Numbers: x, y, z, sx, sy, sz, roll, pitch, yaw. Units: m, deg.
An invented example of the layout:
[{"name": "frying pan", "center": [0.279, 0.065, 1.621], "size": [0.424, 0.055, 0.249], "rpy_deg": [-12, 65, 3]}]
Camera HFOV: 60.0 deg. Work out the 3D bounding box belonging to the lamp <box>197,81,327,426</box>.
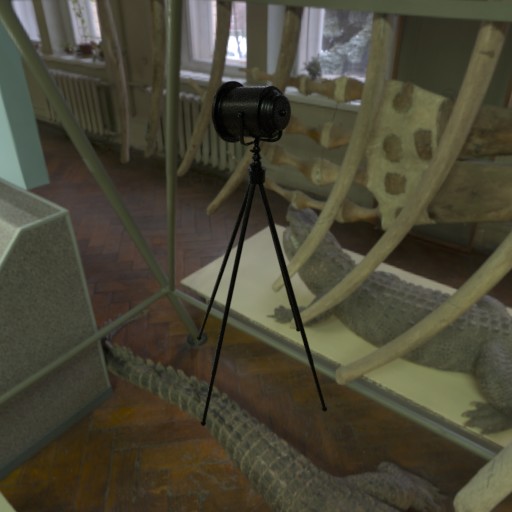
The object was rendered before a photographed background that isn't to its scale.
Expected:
[{"name": "lamp", "center": [0.000, 0.000, 2.048], "size": [0.884, 1.504, 0.879], "rpy_deg": [22, 38, 31]}]
